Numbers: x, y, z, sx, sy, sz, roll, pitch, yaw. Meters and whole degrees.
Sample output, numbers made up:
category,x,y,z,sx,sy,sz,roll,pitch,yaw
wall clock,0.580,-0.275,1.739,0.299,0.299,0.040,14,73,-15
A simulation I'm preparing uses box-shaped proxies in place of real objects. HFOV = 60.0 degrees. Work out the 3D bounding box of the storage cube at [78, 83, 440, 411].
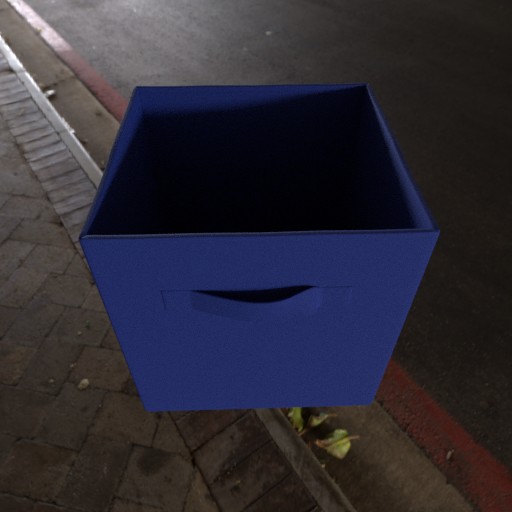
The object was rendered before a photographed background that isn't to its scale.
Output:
category,x,y,z,sx,sy,sz,roll,pitch,yaw
storage cube,0.000,0.000,0.504,0.270,0.280,0.270,-1,45,-1
